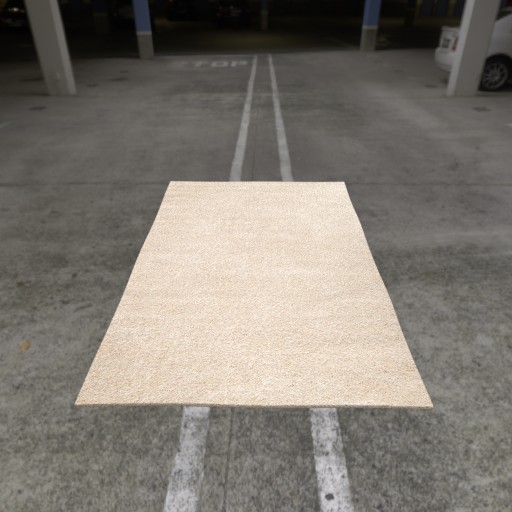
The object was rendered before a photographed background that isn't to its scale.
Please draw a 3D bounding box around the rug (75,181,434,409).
[{"bbox_3d":[0.000,0.000,2.842,1.500,0.025,2.346,0,33,0],"label":"rug"}]
